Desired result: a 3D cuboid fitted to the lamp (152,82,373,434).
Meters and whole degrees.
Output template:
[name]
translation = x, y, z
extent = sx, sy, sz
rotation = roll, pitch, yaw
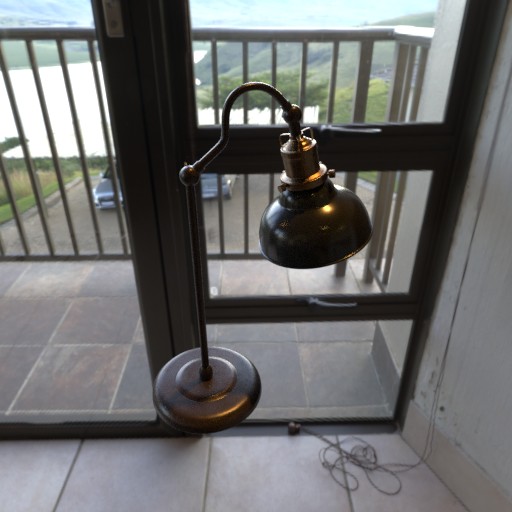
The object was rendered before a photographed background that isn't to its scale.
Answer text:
[lamp]
translation = 0.000, 0.000, 0.688
extent = 0.374, 0.508, 0.192
rotation = -10, 31, -17
